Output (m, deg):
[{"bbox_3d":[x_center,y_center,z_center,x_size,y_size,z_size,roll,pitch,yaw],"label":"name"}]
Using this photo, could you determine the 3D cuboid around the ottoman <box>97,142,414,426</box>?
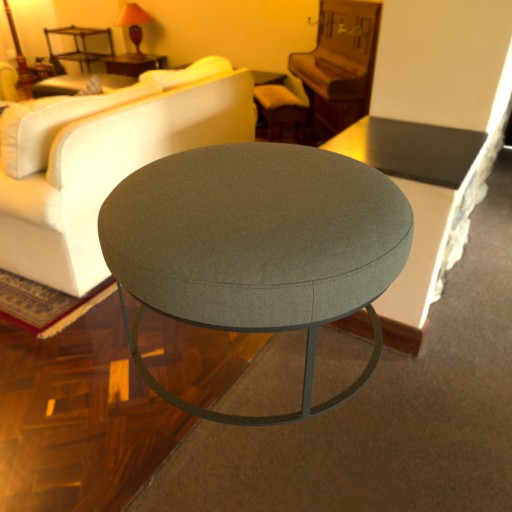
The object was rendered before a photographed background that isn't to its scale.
[{"bbox_3d":[0.000,0.000,1.197,0.772,0.460,0.772,0,32,0],"label":"ottoman"}]
